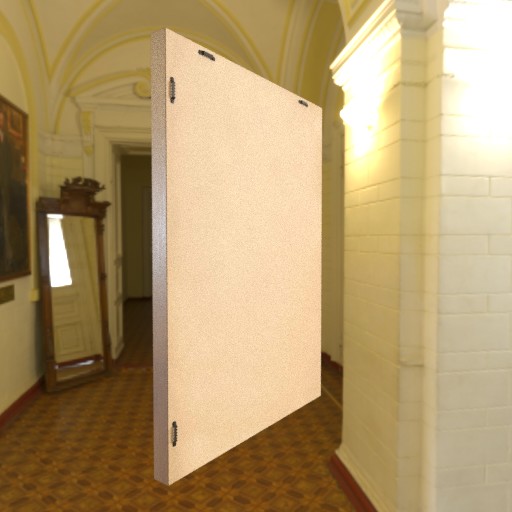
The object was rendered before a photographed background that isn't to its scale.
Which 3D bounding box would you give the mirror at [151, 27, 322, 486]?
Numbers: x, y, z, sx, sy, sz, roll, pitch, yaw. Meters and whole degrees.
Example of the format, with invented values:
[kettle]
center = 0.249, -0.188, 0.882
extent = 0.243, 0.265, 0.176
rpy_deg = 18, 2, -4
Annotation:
[mirror]
center = 0.000, 0.000, 0.899
extent = 0.039, 0.711, 0.508
rpy_deg = 1, 2, 36
